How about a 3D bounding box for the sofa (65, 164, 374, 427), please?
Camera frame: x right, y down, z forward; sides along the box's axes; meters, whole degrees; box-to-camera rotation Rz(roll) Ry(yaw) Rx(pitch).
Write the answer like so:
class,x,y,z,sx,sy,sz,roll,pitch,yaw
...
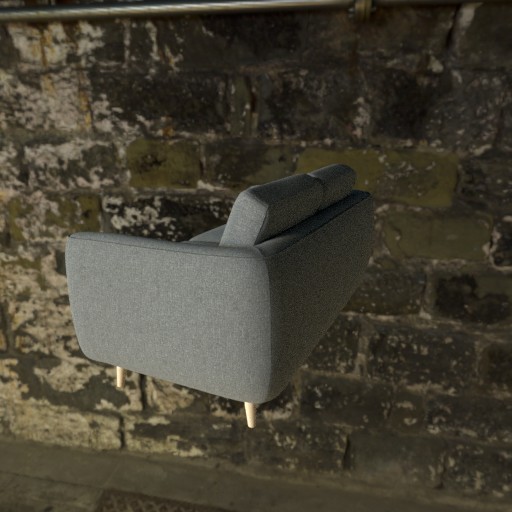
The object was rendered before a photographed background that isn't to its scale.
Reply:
class,x,y,z,sx,sy,sz,roll,pitch,yaw
sofa,0.000,0.000,2.249,0.920,0.870,1.700,7,18,24
